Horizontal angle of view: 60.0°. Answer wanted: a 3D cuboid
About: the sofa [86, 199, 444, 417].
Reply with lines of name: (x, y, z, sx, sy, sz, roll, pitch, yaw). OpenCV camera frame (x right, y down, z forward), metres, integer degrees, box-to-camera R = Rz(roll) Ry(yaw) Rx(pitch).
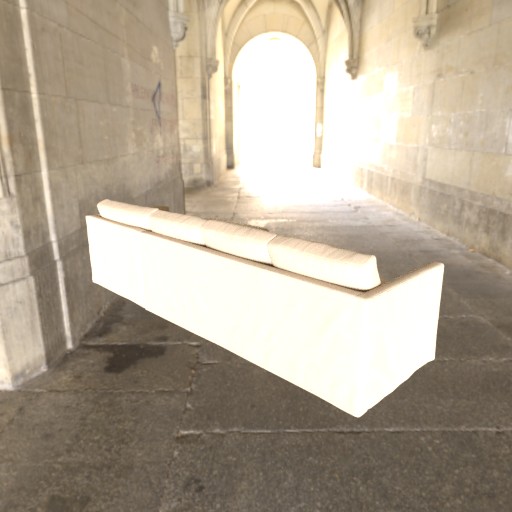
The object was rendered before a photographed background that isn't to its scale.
sofa: (0.000, 0.000, 3.899, 3.206, 0.871, 1.622, 15, 22, 43)
